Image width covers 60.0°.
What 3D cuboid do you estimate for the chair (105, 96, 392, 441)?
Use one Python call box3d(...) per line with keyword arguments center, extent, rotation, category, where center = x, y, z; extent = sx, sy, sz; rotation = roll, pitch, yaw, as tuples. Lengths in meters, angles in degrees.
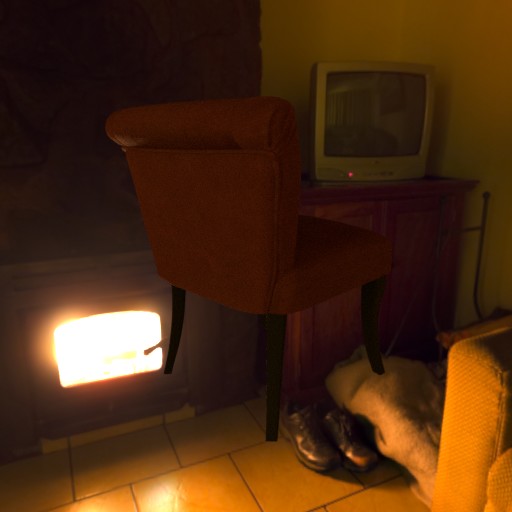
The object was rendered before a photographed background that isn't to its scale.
box3d(center=(0.000, 0.000, 1.186), extent=(0.582, 0.750, 0.605), rotation=(14, 21, 43), category="chair")
